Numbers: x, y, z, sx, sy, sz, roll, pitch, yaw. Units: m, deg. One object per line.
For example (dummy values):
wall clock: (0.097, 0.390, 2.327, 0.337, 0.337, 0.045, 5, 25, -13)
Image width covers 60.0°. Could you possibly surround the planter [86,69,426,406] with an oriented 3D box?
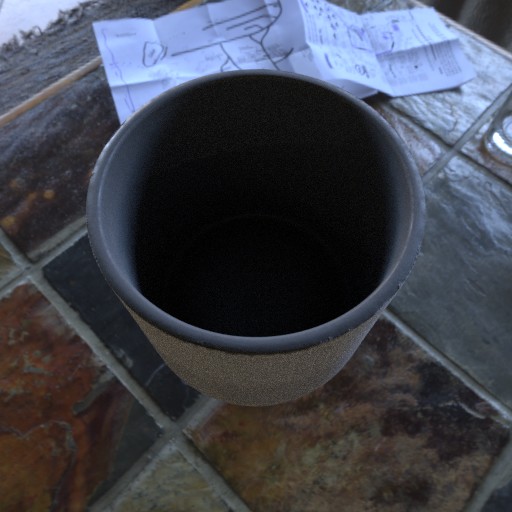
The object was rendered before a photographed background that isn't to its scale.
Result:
planter: (0.000, 0.000, 0.373, 0.221, 0.201, 0.221, 0, 63, 0)
